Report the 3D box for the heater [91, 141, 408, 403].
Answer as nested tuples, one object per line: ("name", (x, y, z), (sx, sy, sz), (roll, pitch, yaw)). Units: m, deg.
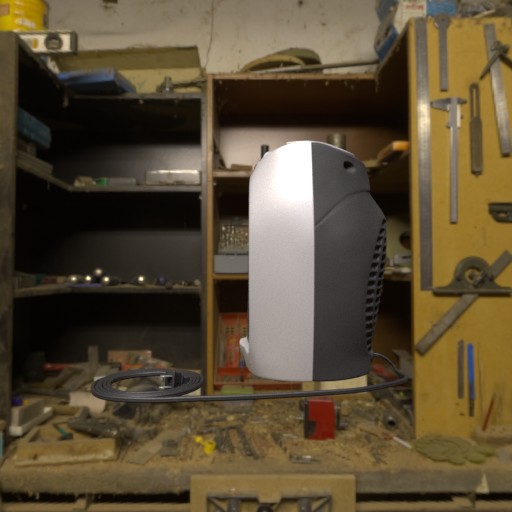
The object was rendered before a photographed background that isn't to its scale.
("heater", (0.000, 0.000, 0.470), (0.291, 0.240, 0.239), (0, -1, 0))
